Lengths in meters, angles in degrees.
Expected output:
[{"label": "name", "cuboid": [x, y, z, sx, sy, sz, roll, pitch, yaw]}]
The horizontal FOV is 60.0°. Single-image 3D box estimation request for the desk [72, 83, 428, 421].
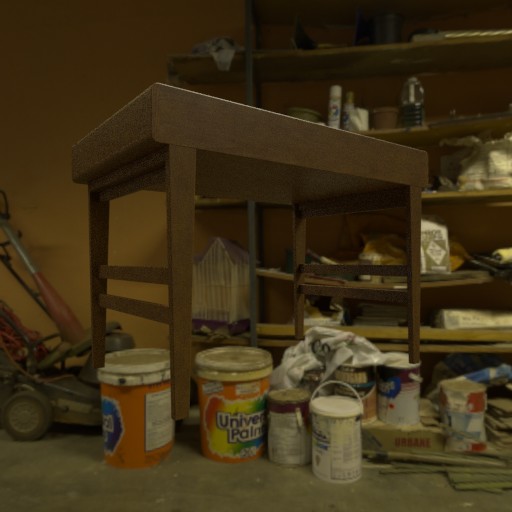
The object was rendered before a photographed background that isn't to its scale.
[{"label": "desk", "cuboid": [0.000, 0.000, 1.551, 1.066, 0.754, 0.660, 0, -1, -37]}]
